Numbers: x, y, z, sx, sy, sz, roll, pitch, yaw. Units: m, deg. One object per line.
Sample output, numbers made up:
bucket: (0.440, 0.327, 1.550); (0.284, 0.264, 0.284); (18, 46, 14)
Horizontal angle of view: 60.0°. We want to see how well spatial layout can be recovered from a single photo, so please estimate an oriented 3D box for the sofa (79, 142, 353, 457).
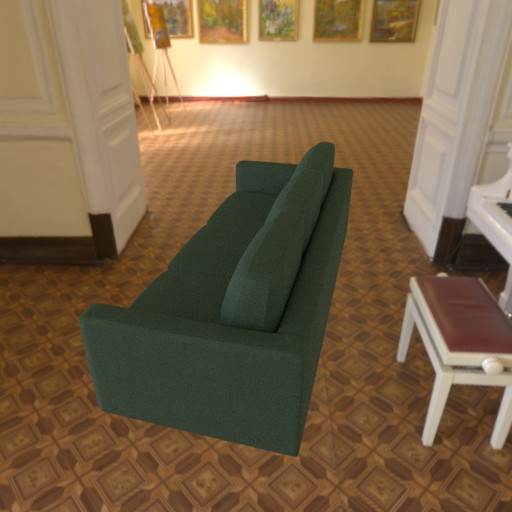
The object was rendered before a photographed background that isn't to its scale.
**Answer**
sofa: (0.000, 0.000, 2.485); (0.879, 0.899, 2.029); (8, 30, 13)
